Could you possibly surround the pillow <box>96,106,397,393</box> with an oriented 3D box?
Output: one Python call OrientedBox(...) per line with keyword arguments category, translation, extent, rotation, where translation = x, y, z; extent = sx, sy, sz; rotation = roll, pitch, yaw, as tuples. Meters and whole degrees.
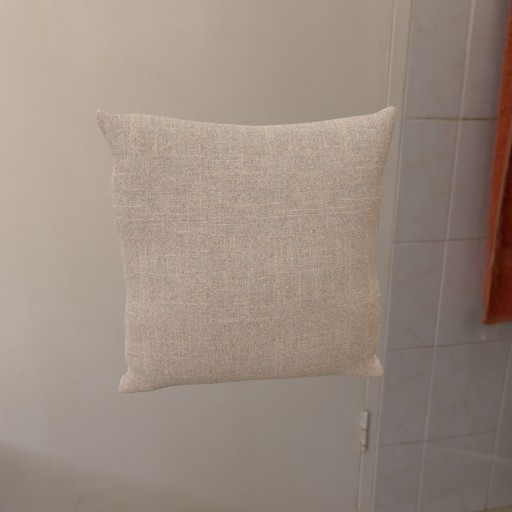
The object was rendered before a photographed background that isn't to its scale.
OrientedBox(category="pillow", translation=(0.000, 0.000, 0.682), extent=(0.439, 0.440, 0.182), rotation=(-2, 15, -8))
